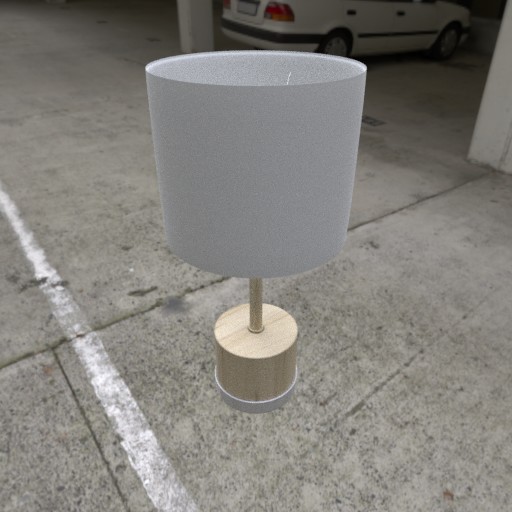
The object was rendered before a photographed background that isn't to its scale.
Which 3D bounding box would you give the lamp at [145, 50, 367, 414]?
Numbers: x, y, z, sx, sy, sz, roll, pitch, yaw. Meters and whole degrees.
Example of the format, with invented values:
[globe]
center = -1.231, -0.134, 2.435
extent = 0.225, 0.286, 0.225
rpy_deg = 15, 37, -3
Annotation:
[lamp]
center = 0.000, 0.000, 0.586
extent = 0.229, 0.470, 0.229
rpy_deg = -21, 37, -31
